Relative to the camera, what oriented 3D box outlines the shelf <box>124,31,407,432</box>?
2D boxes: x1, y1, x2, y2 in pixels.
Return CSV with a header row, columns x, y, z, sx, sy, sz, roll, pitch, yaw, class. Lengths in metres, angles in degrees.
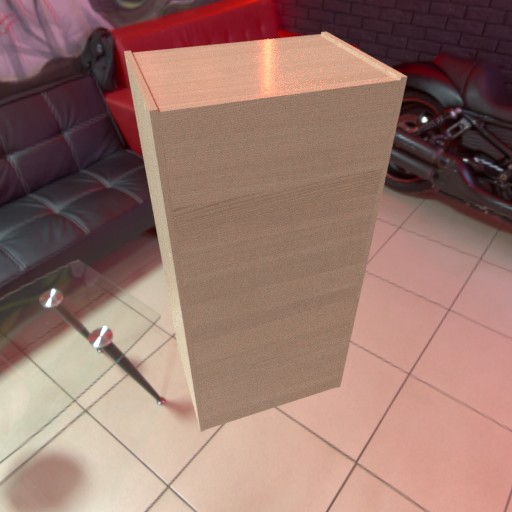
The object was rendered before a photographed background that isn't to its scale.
x,y,z,sx,sy,sz,roll,pitch,yaw,class
0.000,0.000,1.051,0.417,0.876,0.292,-13,42,-15,shelf
